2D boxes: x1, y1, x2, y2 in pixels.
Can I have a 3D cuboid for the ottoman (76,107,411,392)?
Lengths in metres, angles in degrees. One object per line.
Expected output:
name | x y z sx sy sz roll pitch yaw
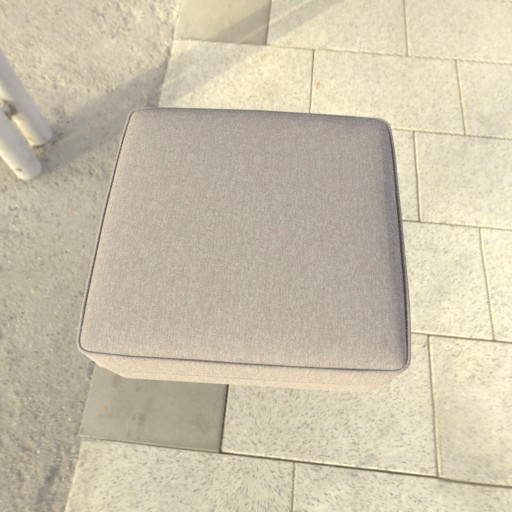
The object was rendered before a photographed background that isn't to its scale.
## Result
ottoman | 0.000 0.000 1.437 0.871 0.612 0.808 3 66 1
